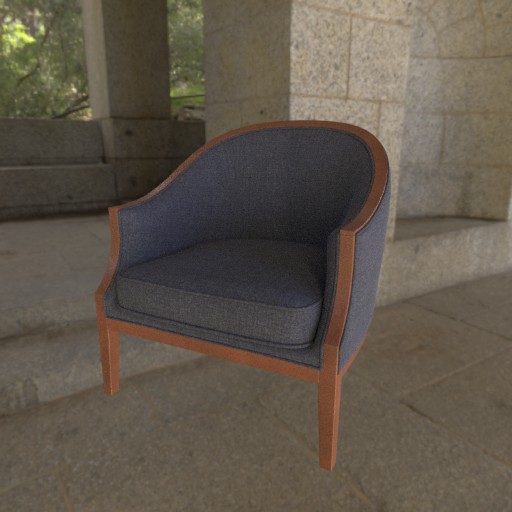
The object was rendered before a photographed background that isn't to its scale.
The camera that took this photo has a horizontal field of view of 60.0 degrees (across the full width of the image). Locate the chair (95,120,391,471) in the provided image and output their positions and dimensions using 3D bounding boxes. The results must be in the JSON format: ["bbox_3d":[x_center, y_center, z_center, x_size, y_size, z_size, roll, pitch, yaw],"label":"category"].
[{"bbox_3d":[0.000,0.000,1.456,0.803,0.876,0.735,8,17,26],"label":"chair"}]
